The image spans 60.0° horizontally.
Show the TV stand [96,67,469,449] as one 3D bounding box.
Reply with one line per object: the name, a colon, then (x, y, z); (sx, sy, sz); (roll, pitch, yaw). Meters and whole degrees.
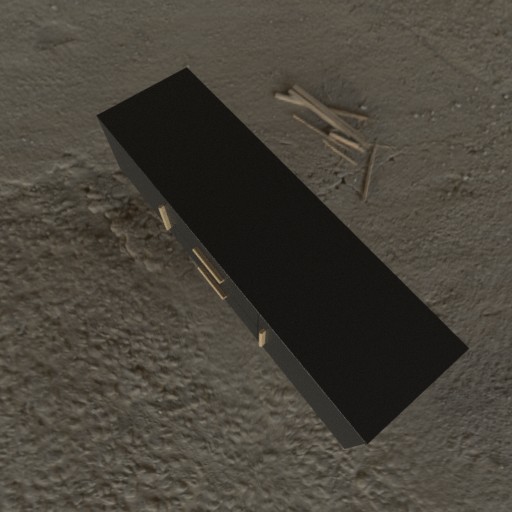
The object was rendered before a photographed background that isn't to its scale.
TV stand: (0.000, 0.000, 1.562); (0.390, 0.518, 1.312); (-35, 69, -16)
